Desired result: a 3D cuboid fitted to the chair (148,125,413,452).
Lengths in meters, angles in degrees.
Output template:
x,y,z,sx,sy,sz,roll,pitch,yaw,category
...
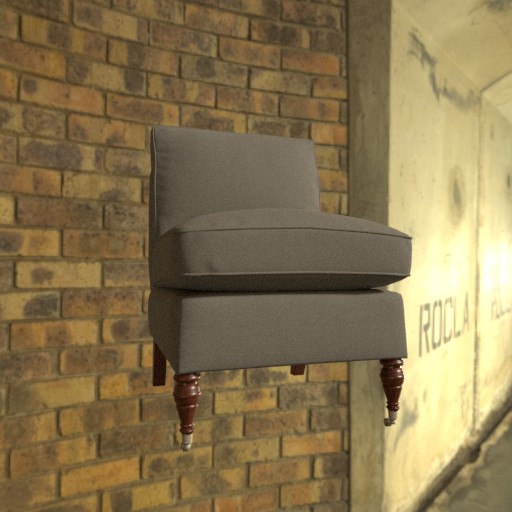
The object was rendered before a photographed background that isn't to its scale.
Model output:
x,y,z,sx,sy,sz,roll,pitch,yaw,category
0.000,0.000,1.598,0.724,1.045,0.924,1,-2,-18,chair
